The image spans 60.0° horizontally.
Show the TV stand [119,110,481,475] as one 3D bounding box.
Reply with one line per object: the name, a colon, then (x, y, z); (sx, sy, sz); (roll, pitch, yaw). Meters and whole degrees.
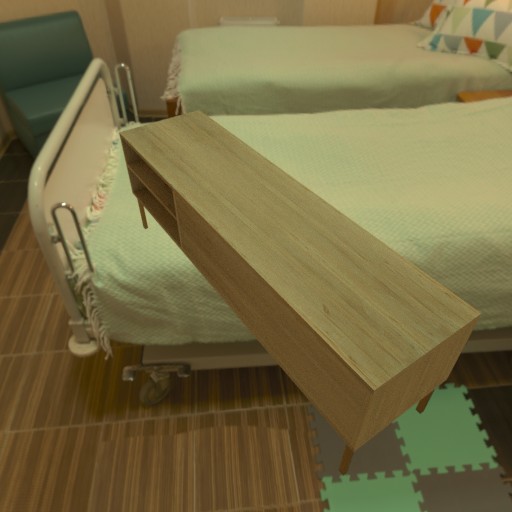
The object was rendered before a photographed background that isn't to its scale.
TV stand: (0.000, 0.000, 1.817); (0.420, 0.550, 1.600); (-25, 48, -25)
